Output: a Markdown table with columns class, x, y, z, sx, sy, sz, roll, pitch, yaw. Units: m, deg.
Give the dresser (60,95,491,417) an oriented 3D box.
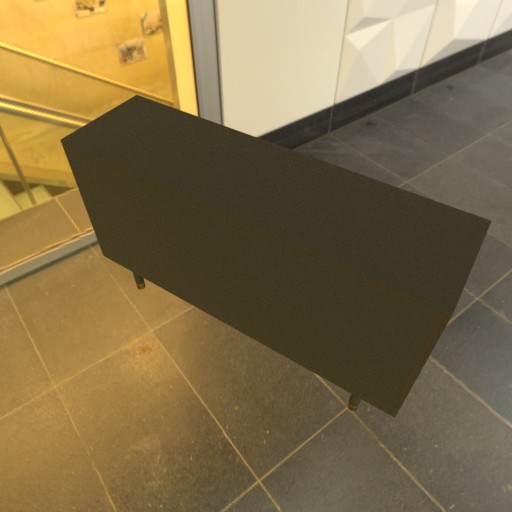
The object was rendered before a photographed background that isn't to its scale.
| class | x | y | z | sx | sy | sz | roll | pitch | yaw |
| --- | --- | --- | --- | --- | --- | --- | --- | --- | --- |
| dresser | 0.000 | 0.000 | 1.931 | 1.558 | 0.872 | 0.463 | 25 | 52 | 22 |
